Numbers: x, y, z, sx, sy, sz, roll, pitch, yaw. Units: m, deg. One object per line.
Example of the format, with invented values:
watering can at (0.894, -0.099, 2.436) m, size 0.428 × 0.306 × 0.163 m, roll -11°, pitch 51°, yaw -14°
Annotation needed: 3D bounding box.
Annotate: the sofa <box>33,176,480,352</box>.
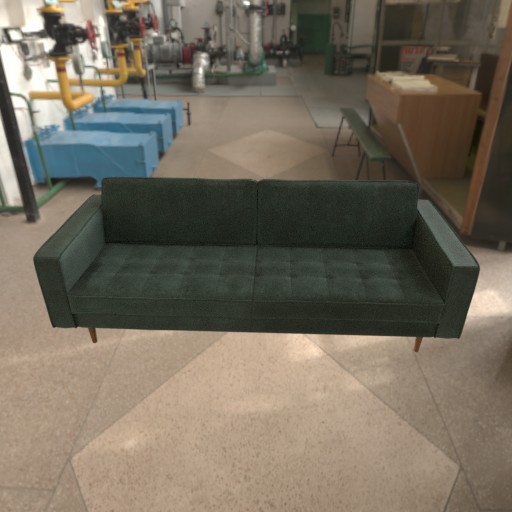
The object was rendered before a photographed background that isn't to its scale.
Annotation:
sofa at (0.000, 0.000, 2.598) m, size 2.214 × 0.781 × 0.886 m, roll 1°, pitch 29°, yaw 2°
